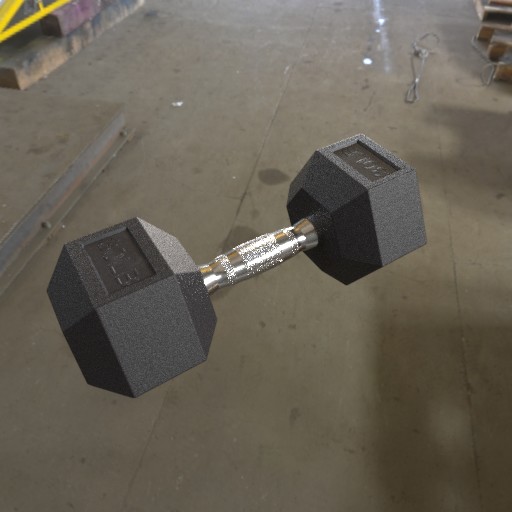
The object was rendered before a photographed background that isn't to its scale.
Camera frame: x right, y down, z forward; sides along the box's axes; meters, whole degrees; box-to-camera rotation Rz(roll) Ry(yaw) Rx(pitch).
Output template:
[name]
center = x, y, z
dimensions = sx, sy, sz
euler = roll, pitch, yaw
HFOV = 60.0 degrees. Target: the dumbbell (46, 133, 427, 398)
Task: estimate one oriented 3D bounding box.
[dumbbell]
center = 0.000, 0.000, 0.402
dimensions = 0.337, 0.123, 0.142
euler = -24, 51, -22
